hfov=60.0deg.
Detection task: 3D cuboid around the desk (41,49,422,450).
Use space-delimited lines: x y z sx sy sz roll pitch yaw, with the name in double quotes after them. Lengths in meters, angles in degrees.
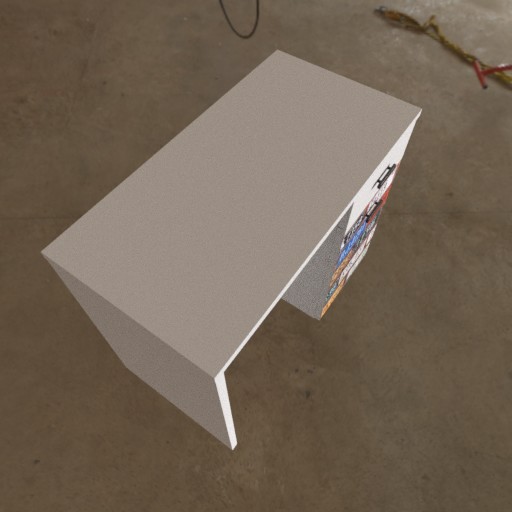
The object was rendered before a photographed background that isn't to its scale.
0.000 0.000 1.367 0.482 0.730 0.898 31 62 18 "desk"
